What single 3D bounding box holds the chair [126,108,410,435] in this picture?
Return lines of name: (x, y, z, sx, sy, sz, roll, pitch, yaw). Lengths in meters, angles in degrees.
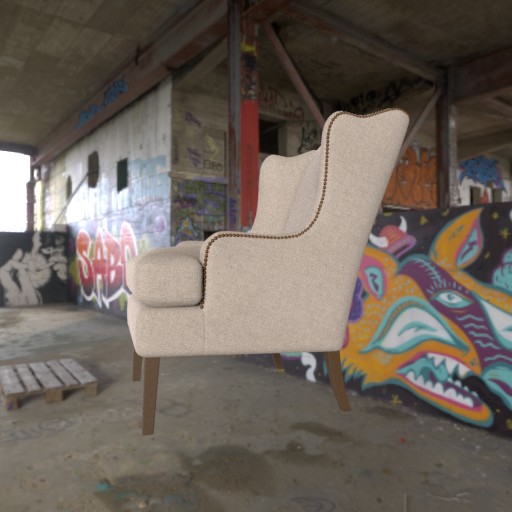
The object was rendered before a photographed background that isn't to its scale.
chair: (0.000, 0.000, 1.695, 0.940, 1.029, 0.737, 0, -1, -18)
